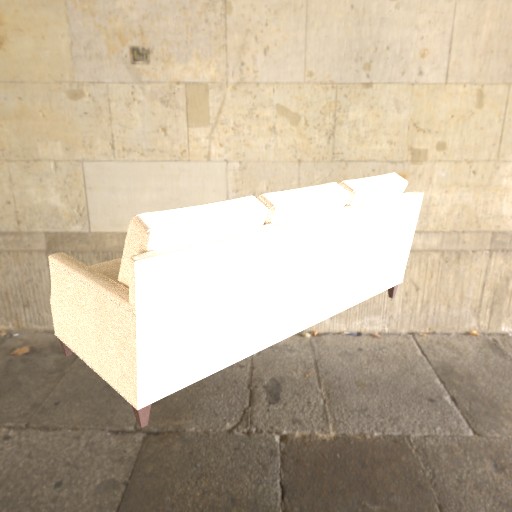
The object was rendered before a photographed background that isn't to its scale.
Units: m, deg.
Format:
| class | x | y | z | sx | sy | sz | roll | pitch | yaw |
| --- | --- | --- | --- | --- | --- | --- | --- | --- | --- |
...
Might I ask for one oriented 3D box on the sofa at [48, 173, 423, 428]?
| class | x | y | z | sx | sy | sz | roll | pitch | yaw |
| --- | --- | --- | --- | --- | --- | --- | --- | --- | --- |
| sofa | 0.000 | 0.000 | 2.794 | 2.210 | 0.940 | 1.041 | -16 | 24 | -41 |
